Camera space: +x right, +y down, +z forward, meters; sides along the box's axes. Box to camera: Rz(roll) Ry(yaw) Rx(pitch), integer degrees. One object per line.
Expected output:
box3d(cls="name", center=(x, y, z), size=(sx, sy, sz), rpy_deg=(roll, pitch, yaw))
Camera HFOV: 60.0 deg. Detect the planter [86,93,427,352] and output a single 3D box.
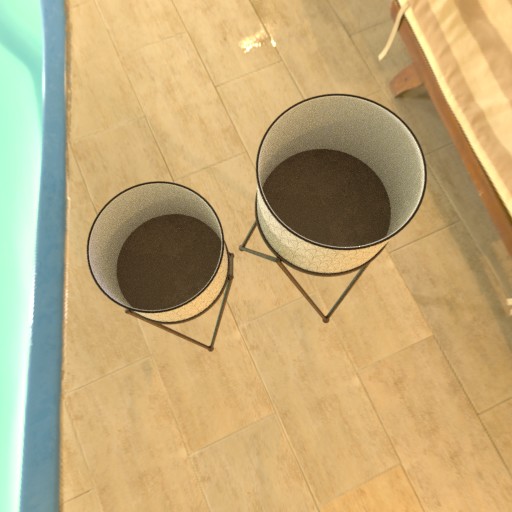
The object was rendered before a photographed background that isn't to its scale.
box3d(cls="planter", center=(0.000, 0.000, 1.181), size=(0.769, 0.712, 0.413), rpy_deg=(-18, 76, -5))
